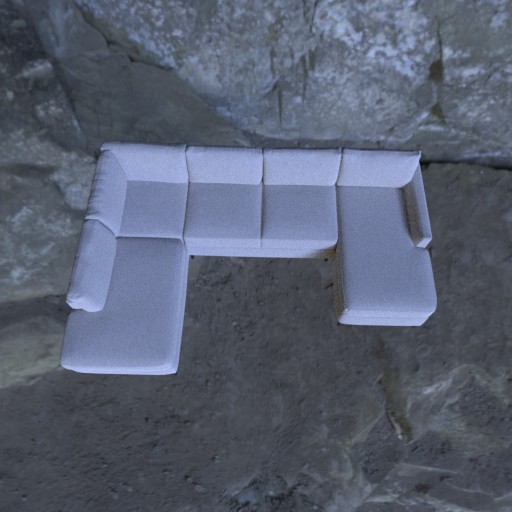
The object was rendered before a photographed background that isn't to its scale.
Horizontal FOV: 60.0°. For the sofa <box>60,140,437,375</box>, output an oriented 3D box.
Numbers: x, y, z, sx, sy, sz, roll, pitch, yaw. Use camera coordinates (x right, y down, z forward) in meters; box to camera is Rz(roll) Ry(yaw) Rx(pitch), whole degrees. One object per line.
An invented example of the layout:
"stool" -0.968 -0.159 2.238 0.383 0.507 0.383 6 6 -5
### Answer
"sofa" 0.000 0.000 3.818 2.984 0.862 1.989 1 64 1
